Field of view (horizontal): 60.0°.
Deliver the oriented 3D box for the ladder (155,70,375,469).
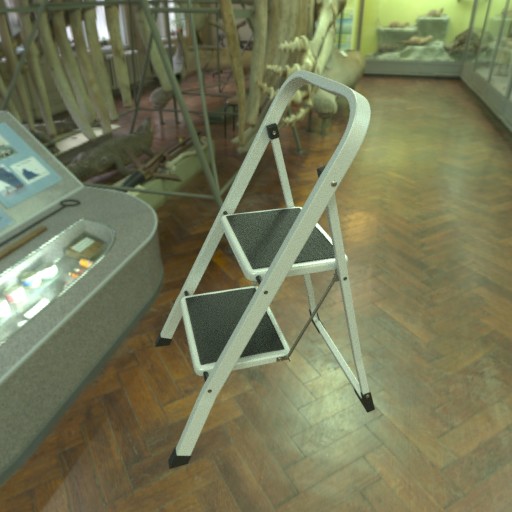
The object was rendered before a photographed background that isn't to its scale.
[{"bbox_3d":[0.000,0.000,1.084,0.544,0.810,0.460,-8,31,-13],"label":"ladder"}]
